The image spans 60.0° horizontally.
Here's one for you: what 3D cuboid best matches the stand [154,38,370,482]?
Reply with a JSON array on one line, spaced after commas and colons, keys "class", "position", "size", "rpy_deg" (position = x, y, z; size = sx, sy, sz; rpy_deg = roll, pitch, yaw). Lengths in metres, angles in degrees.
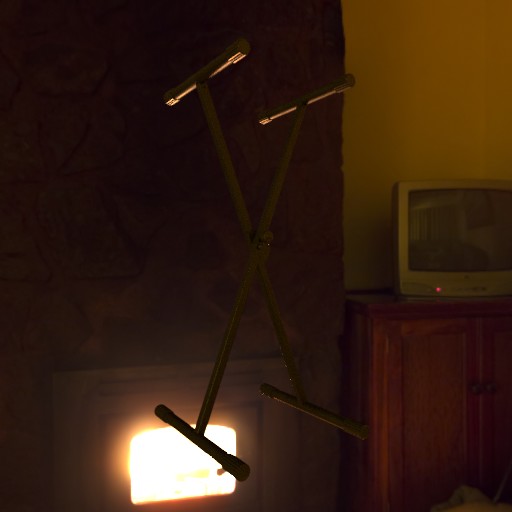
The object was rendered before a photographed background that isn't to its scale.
[{"class": "stand", "position": [0.000, 0.000, 1.214], "size": [0.409, 0.940, 0.449], "rpy_deg": [0, 0, -35]}]
